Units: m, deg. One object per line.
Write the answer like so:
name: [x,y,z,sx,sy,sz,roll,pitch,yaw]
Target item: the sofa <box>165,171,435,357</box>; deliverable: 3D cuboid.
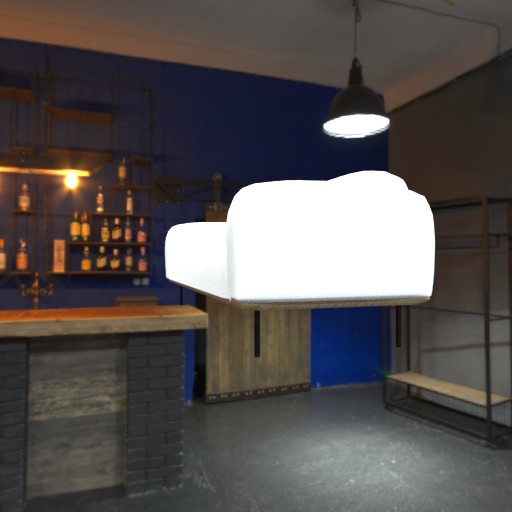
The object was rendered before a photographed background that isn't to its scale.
sofa: [0.000,0.000,2.712,0.870,0.780,2.280,0,0,-18]
